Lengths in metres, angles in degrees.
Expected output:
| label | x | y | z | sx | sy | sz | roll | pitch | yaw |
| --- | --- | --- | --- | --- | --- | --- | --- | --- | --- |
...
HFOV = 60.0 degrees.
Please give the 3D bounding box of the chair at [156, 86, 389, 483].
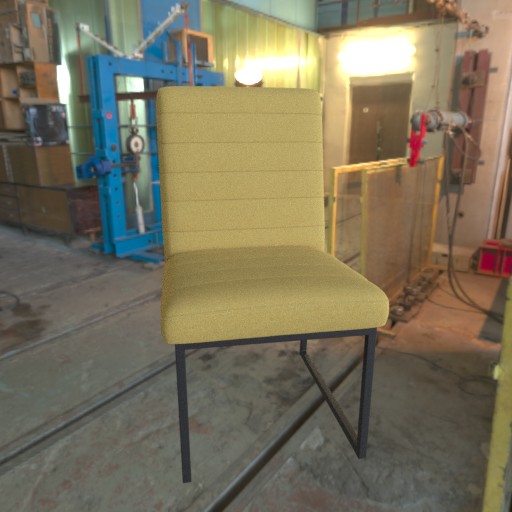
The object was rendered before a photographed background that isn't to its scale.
| label | x | y | z | sx | sy | sz | roll | pitch | yaw |
| --- | --- | --- | --- | --- | --- | --- | --- | --- | --- |
| chair | 0.000 | 0.000 | 1.244 | 0.520 | 0.930 | 0.634 | -3 | 17 | -10 |
